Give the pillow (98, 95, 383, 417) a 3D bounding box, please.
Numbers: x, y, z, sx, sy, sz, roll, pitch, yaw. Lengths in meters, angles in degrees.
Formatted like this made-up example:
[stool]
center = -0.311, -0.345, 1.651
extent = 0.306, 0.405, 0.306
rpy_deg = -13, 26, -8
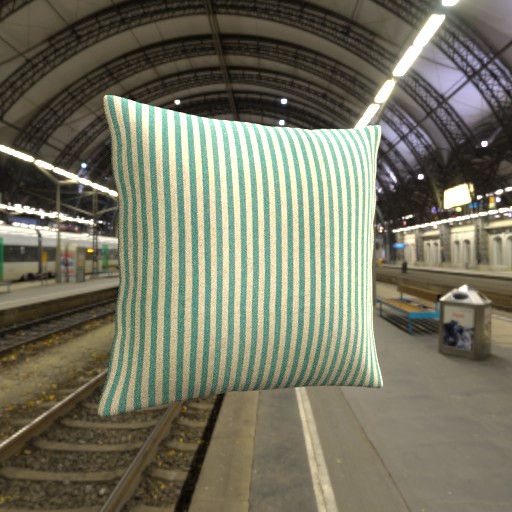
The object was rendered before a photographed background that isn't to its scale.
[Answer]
[pillow]
center = 0.000, 0.000, 0.780
extent = 0.523, 0.510, 0.166
rpy_deg = 0, 0, -19
